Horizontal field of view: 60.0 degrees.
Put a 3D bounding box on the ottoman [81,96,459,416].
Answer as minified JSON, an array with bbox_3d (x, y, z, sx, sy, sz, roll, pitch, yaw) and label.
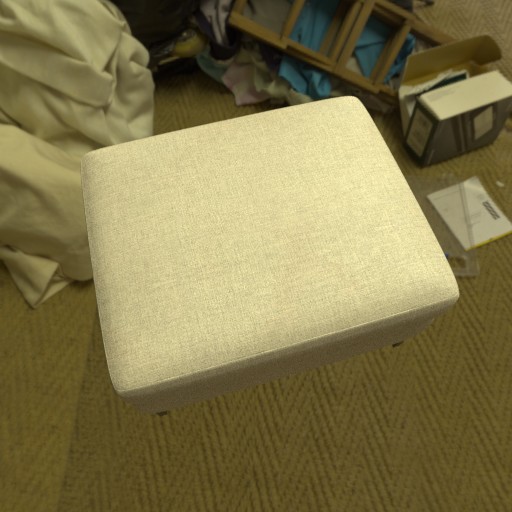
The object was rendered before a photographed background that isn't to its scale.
[{"bbox_3d":[0.000,0.000,1.255,0.820,0.490,0.671,-14,64,-7],"label":"ottoman"}]
